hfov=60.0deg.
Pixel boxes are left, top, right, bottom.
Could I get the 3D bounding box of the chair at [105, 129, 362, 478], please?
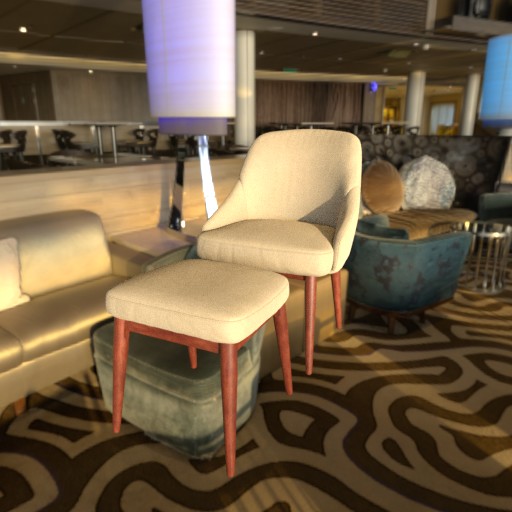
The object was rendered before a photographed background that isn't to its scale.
[{"bbox_3d":[0.000,0.000,1.593,0.584,0.866,1.114,8,18,25],"label":"chair"}]
